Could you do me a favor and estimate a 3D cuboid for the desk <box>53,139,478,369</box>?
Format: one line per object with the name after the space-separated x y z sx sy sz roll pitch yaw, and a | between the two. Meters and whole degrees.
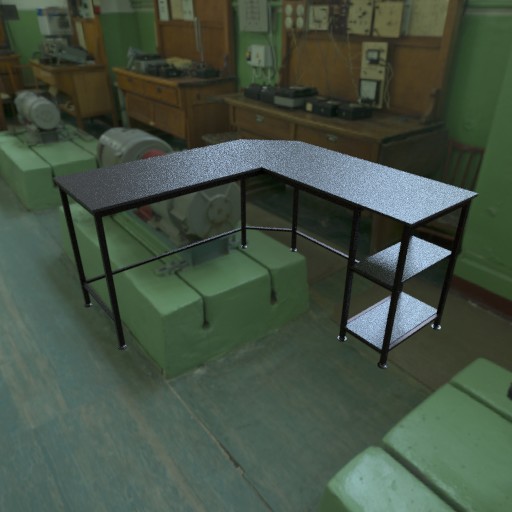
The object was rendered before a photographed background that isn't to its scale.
0.000 0.000 2.202 1.379 0.739 1.379 -21 36 -33 | desk
